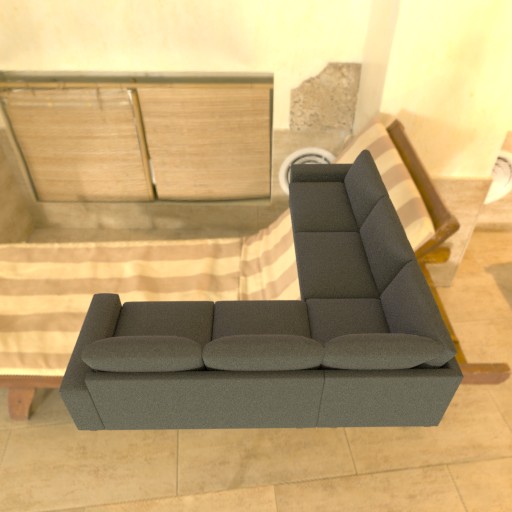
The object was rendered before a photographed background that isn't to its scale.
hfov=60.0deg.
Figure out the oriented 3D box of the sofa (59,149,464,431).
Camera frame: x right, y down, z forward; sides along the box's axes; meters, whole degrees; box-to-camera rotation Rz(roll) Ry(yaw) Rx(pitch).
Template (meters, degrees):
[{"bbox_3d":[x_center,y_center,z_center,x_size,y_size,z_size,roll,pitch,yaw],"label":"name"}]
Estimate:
[{"bbox_3d":[0.000,0.000,4.524,2.895,0.965,3.277,0,41,-1],"label":"sofa"}]
